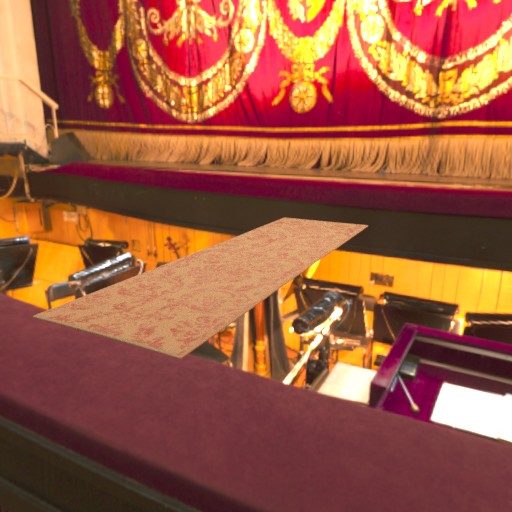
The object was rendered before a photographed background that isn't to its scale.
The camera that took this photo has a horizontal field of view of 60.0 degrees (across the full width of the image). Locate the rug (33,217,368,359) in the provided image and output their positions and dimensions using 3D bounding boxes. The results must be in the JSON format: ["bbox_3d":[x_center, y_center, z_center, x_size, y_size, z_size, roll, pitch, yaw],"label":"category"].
[{"bbox_3d":[0.000,0.000,2.382,0.662,0.011,2.196,8,17,27],"label":"rug"}]
